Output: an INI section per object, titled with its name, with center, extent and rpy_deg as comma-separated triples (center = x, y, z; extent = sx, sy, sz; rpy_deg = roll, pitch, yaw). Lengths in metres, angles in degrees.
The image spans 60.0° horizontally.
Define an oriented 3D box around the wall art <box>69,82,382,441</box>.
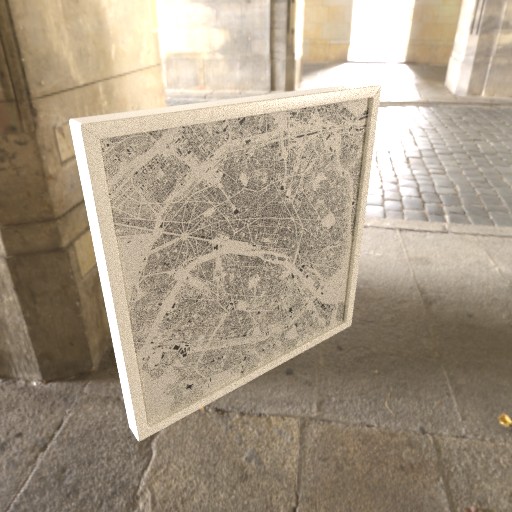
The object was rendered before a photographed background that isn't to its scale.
[wall art]
center = 0.000, 0.000, 0.749
extent = 0.508, 0.508, 0.038
rpy_deg = -20, 34, -32
